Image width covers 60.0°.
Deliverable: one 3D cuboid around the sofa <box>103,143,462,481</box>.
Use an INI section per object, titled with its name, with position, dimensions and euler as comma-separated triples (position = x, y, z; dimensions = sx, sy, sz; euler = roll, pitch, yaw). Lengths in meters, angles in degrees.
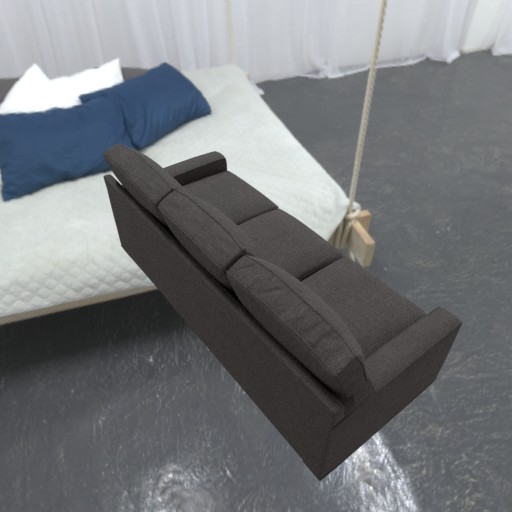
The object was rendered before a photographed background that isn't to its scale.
[sofa]
position = 0.000, 0.000, 2.897
dimensions = 1.004, 0.978, 2.369
euler = -27, 49, -27
